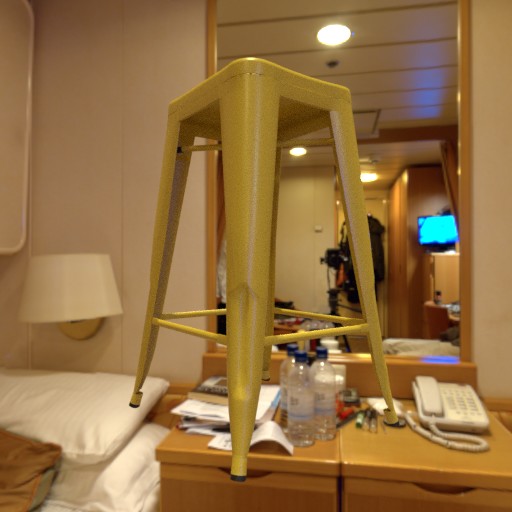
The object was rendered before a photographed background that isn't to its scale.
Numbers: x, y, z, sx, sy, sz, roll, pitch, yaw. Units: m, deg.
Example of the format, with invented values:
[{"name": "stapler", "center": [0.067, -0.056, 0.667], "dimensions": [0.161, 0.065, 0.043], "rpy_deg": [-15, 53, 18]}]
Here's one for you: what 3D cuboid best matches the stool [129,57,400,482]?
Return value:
[{"name": "stool", "center": [0.000, 0.000, 0.849], "dimensions": [0.359, 0.609, 0.399], "rpy_deg": [0, -1, -37]}]
